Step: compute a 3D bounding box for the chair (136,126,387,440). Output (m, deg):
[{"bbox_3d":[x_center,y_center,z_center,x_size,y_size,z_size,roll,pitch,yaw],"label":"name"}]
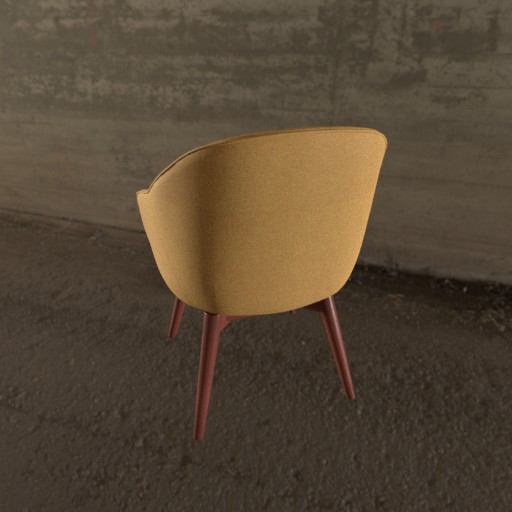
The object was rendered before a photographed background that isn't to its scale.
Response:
[{"bbox_3d":[0.000,0.000,1.252,0.596,0.823,0.635,-9,29,-16],"label":"chair"}]
